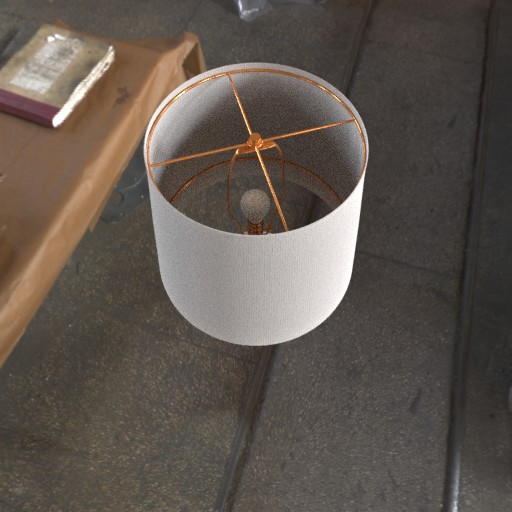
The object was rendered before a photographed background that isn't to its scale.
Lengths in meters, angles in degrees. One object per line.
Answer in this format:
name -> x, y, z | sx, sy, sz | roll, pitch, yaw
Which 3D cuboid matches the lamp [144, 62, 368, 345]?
lamp -> 0.000, 0.000, 0.446 | 0.189, 0.340, 0.189 | 0, 63, 0
